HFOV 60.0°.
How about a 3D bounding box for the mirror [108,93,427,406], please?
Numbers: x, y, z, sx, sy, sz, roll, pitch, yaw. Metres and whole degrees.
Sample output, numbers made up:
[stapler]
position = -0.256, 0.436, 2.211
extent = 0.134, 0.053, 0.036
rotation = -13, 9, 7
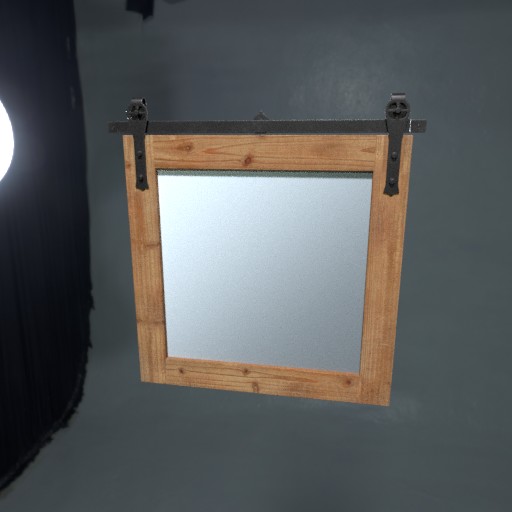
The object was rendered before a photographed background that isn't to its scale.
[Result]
[mirror]
position = 0.000, 0.000, 1.173
extent = 0.805, 0.800, 0.054
rotation = 3, 15, 10
